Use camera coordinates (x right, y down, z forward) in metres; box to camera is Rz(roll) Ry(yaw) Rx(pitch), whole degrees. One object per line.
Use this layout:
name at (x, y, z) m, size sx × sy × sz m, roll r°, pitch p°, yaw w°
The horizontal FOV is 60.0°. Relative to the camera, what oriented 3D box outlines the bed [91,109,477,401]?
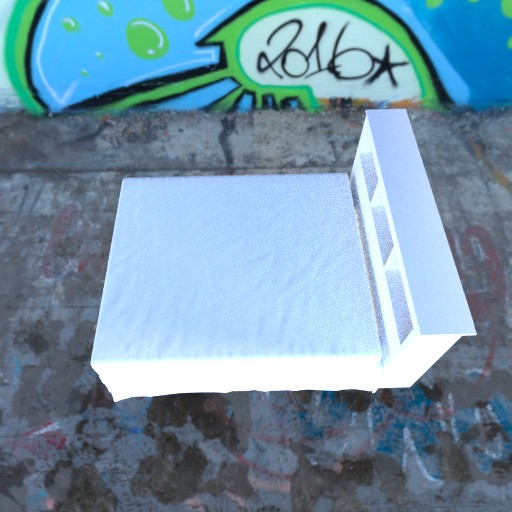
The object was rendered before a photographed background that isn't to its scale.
bed at (0.000, 0.000, 3.079) m, size 2.133 × 1.092 × 1.671 m, roll -1°, pitch 58°, yaw -1°
